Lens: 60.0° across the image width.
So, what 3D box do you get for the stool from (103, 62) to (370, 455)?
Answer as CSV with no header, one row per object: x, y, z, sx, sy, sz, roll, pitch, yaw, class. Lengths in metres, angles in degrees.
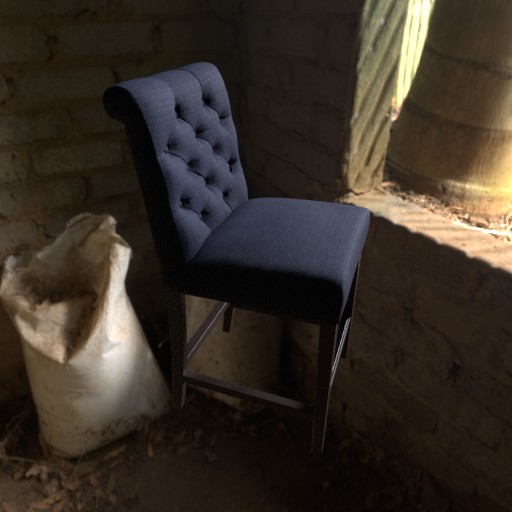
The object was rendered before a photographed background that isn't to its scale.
0.000,0.000,1.328,0.601,1.010,0.493,10,32,17,stool
